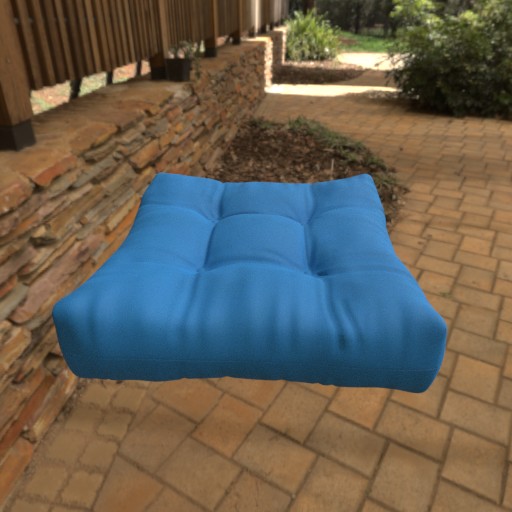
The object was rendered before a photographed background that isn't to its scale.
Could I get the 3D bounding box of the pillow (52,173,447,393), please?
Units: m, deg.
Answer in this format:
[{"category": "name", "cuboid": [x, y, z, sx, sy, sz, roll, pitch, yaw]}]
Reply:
[{"category": "pillow", "cuboid": [0.000, 0.000, 0.717, 0.468, 0.128, 0.490, 1, 30, 2]}]
